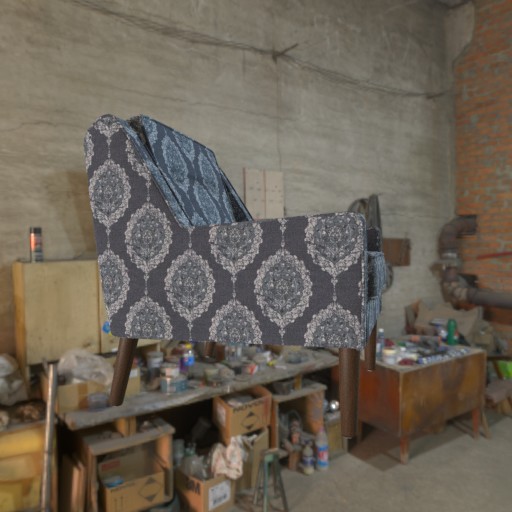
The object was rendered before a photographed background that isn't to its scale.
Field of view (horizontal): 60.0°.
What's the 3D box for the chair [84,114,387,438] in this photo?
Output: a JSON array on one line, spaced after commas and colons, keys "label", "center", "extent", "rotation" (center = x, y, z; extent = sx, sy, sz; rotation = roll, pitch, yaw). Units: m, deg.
[{"label": "chair", "center": [0.000, 0.000, 1.345], "extent": [0.743, 0.792, 0.663], "rotation": [0, 1, 19]}]
